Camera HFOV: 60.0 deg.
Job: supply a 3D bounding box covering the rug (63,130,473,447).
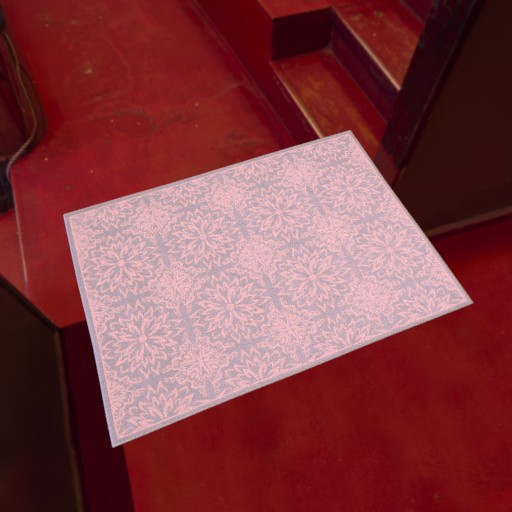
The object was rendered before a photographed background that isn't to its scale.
[{"bbox_3d":[0.000,0.000,2.856,2.205,0.014,1.589,-19,61,-11],"label":"rug"}]
